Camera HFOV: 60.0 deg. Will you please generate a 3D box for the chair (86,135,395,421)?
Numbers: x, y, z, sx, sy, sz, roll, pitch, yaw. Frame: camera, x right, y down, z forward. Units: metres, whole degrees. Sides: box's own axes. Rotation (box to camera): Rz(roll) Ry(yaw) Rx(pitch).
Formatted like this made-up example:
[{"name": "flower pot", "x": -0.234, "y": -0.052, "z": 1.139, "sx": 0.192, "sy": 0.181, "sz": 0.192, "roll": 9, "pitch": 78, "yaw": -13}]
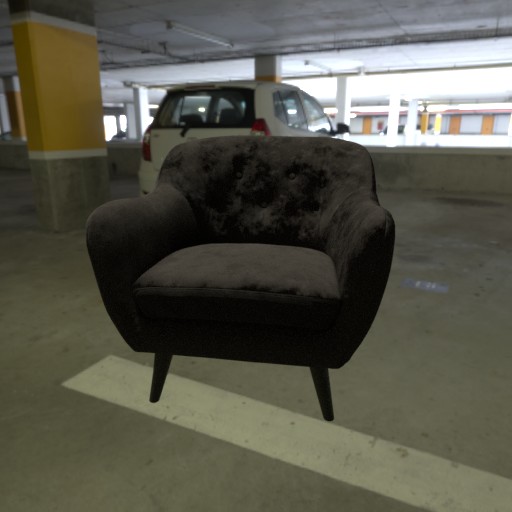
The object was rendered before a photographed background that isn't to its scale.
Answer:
[{"name": "chair", "x": 0.000, "y": 0.000, "z": 1.552, "sx": 0.840, "sy": 0.807, "sz": 0.819, "roll": 3, "pitch": 16, "yaw": 9}]
